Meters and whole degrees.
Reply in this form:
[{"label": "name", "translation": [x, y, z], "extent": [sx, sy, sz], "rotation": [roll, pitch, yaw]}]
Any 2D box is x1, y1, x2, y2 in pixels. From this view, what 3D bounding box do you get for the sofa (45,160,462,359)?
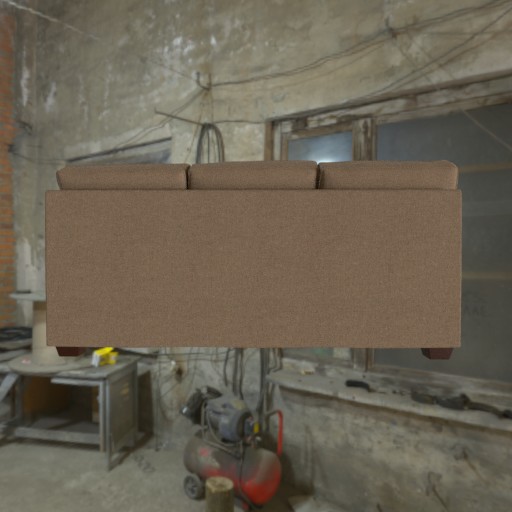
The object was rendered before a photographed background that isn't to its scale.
[{"label": "sofa", "translation": [0.000, 0.000, 2.734], "extent": [2.092, 1.036, 1.127], "rotation": [0, 0, 1]}]
